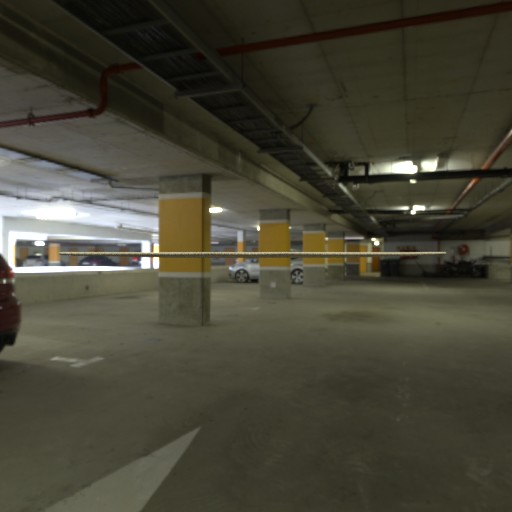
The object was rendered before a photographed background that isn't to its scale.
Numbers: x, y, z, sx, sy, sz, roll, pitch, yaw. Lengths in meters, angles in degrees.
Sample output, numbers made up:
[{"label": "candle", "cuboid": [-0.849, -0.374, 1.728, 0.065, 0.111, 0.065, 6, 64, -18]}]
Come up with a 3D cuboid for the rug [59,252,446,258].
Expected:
[{"label": "rug", "cuboid": [0.000, 0.000, 4.439, 2.436, 0.026, 3.381, 0, 0, 1]}]
